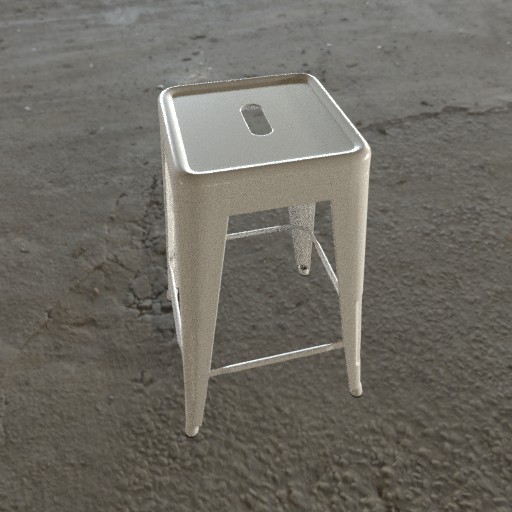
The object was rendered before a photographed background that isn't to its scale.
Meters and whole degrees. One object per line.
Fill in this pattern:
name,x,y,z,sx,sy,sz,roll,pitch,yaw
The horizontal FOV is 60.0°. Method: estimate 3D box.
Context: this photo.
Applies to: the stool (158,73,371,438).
stool,0.000,0.000,0.891,0.406,0.610,0.406,-10,47,-10
